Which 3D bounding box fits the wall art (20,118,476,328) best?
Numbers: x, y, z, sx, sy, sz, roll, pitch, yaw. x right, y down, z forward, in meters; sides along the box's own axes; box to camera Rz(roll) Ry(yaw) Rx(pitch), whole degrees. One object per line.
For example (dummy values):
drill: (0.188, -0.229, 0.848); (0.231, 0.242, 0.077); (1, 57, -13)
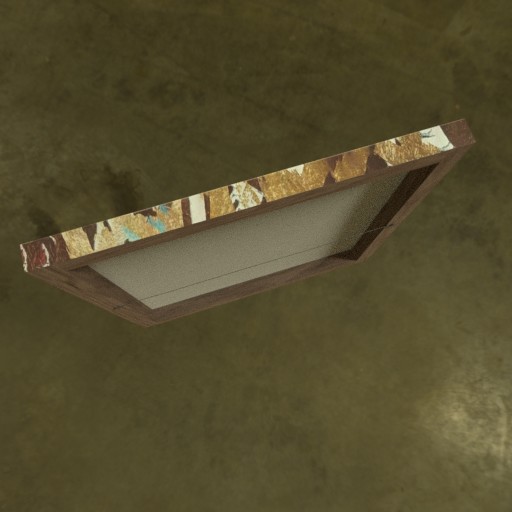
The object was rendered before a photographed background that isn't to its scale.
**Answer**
wall art: (0.000, 0.000, 0.871); (0.609, 0.613, 0.041); (-17, 75, -5)
